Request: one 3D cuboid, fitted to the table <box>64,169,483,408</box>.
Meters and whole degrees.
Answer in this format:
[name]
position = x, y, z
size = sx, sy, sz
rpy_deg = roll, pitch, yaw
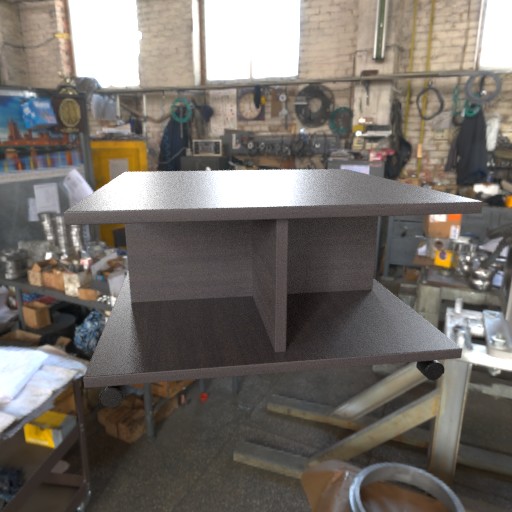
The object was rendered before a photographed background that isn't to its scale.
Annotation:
[table]
position = 0.000, 0.000, 1.207
size = 0.762, 0.396, 0.762
rpy_deg = -2, 16, -8
